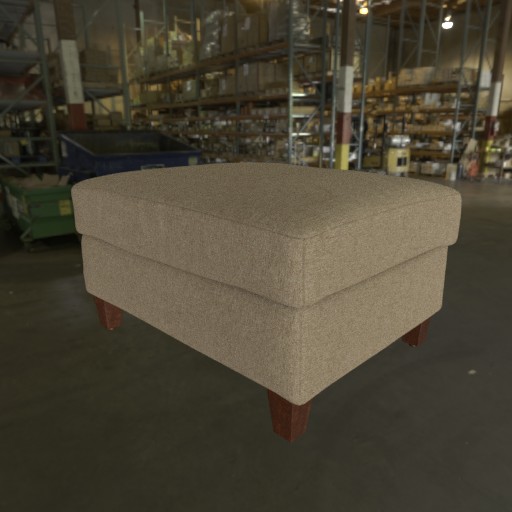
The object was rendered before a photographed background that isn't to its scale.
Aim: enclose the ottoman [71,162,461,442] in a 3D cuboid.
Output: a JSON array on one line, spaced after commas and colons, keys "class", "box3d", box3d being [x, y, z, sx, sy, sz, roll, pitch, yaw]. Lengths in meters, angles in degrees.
[{"class": "ottoman", "box3d": [0.000, 0.000, 1.278, 0.889, 0.511, 0.692, 15, 22, 42]}]
